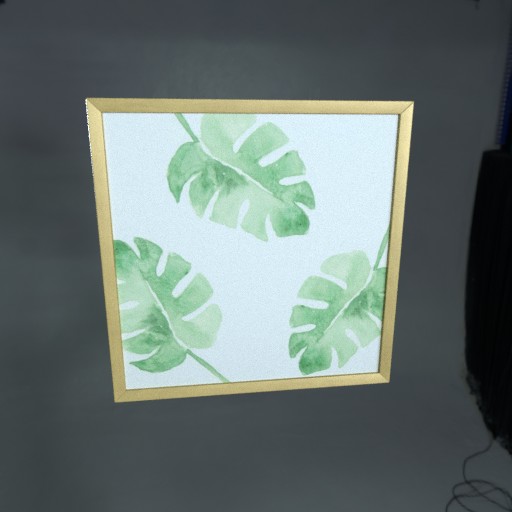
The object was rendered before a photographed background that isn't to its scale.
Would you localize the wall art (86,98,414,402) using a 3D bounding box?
[{"bbox_3d":[0.000,0.000,0.765,0.508,0.508,0.038,-2,15,-7],"label":"wall art"}]
